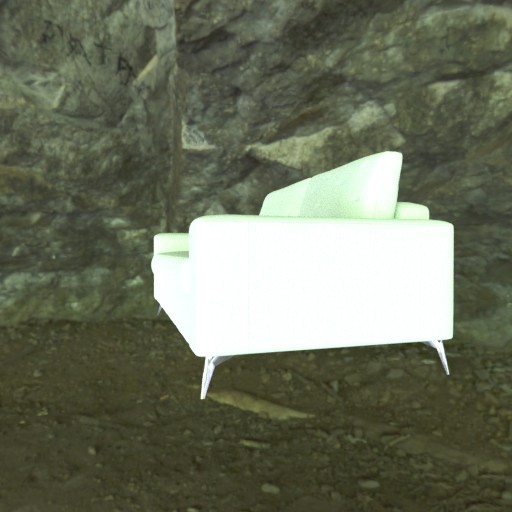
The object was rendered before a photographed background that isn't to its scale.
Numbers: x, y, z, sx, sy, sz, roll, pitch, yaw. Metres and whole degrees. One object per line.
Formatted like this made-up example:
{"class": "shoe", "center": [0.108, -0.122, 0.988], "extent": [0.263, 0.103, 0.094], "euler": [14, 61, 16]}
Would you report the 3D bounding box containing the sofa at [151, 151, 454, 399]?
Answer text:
{"class": "sofa", "center": [0.000, 0.000, 2.151], "extent": [0.920, 0.790, 1.650], "euler": [0, 1, -17]}
